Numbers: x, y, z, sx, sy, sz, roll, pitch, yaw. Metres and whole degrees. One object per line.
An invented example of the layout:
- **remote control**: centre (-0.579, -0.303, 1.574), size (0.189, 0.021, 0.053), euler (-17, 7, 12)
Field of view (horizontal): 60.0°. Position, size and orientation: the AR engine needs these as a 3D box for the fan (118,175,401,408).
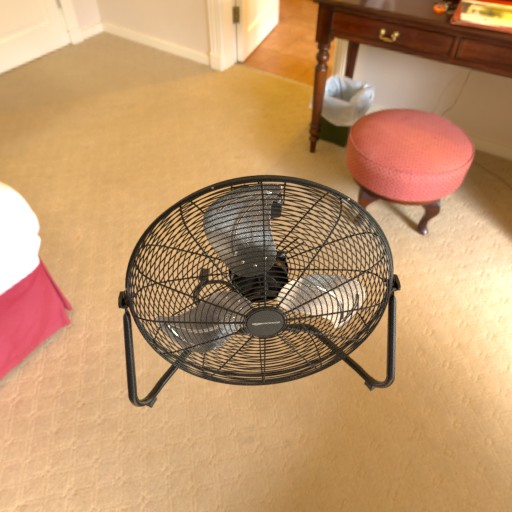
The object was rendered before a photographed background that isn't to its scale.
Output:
- **fan**: centre (0.000, 0.000, 0.926), size (0.555, 0.546, 0.424), euler (-3, 47, -3)
